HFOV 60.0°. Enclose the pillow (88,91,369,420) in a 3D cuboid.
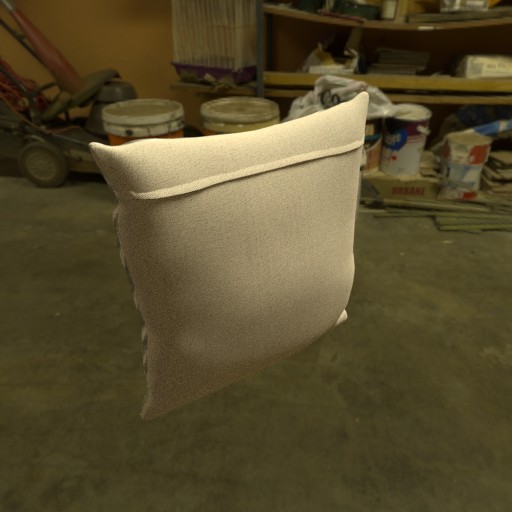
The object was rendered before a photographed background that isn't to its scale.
[{"bbox_3d":[0.000,0.000,0.684,0.440,0.441,0.182,-20,36,-30],"label":"pillow"}]
